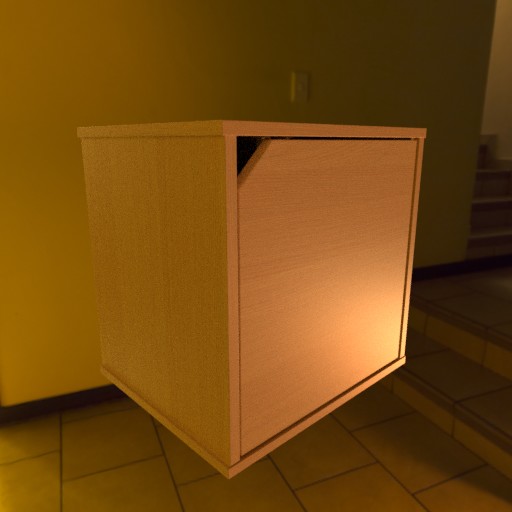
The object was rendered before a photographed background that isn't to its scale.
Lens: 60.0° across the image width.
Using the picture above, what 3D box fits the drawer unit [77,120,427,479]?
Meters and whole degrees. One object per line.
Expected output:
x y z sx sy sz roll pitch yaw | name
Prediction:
0.000 0.000 0.617 0.349 0.344 0.290 -13 20 -42 | drawer unit
